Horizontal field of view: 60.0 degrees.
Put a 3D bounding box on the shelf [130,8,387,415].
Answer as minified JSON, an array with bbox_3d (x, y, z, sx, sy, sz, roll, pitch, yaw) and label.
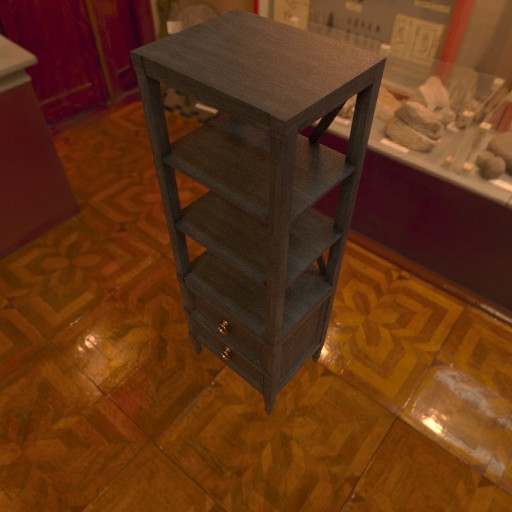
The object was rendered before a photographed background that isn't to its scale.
[{"bbox_3d":[0.000,0.000,1.919,0.584,1.727,0.472,33,56,26],"label":"shelf"}]
